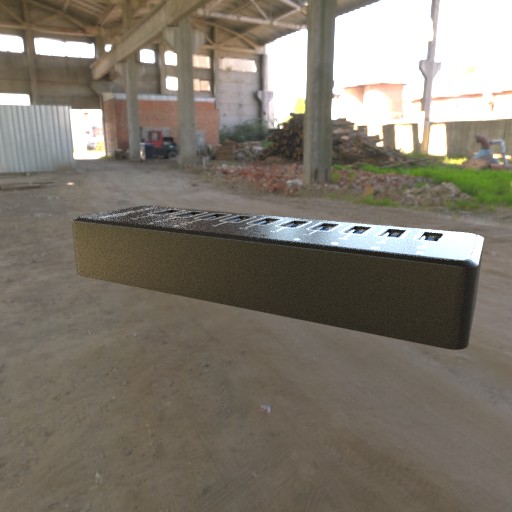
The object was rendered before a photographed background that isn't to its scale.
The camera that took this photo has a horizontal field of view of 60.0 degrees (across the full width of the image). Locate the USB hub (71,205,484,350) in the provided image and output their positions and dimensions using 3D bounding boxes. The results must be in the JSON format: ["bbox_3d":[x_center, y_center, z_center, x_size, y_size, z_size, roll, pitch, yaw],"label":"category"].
[{"bbox_3d":[0.000,0.000,0.161,0.145,0.023,0.044,8,16,28],"label":"USB hub"}]
